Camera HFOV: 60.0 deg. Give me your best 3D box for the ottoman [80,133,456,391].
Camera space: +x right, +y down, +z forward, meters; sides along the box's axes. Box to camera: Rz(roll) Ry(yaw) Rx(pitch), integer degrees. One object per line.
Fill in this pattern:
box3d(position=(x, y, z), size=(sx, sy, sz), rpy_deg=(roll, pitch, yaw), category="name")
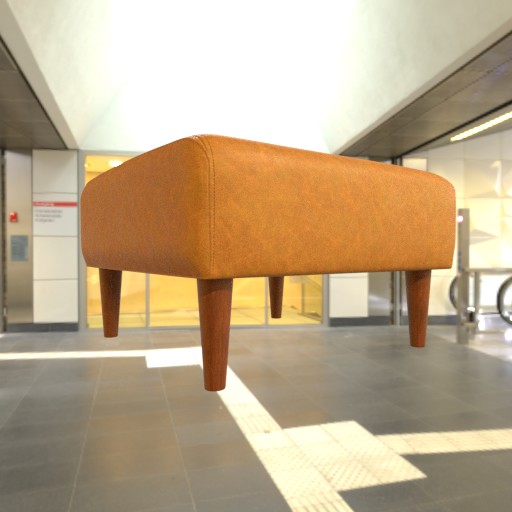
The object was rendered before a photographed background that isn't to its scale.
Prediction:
box3d(position=(0.000, 0.000, 1.035), size=(0.650, 0.399, 0.650), rpy_deg=(-1, 1, -36), category="ottoman")
